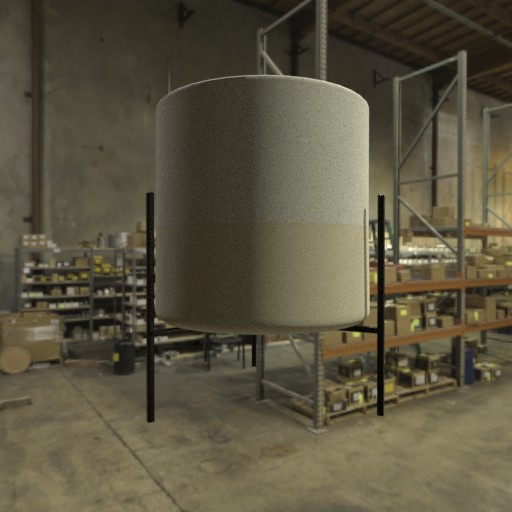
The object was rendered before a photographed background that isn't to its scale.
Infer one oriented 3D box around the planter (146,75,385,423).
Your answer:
[{"bbox_3d":[0.000,0.000,0.657,0.335,0.423,0.313,0,1,-35],"label":"planter"}]
